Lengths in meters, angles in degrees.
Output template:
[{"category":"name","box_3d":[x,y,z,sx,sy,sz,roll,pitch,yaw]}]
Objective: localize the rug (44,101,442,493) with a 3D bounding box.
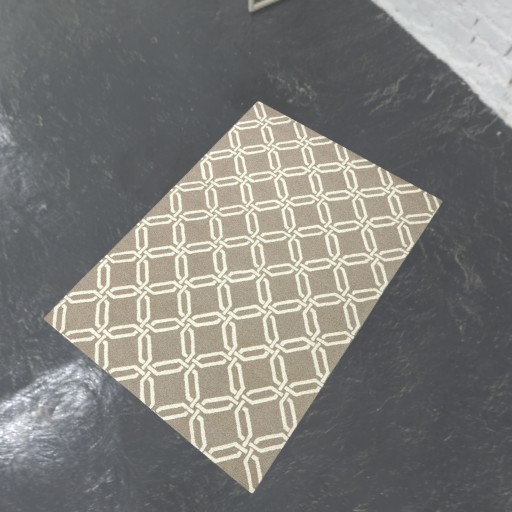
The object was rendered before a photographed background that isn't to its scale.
[{"category":"rug","box_3d":[0.000,0.000,4.430,2.441,0.020,3.419,33,68,15]}]
